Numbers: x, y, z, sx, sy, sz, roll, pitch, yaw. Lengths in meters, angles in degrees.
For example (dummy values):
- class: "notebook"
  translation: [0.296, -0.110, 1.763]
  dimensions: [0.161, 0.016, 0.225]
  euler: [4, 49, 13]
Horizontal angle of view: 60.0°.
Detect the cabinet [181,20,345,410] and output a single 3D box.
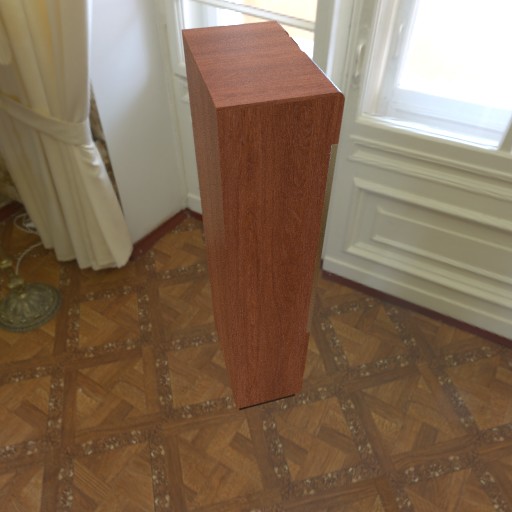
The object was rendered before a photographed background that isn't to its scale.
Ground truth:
- class: "cabinet"
  translation: [0.000, 0.000, 2.247]
  dimensions: [0.420, 1.980, 0.660]
  euler: [-11, 47, -11]
